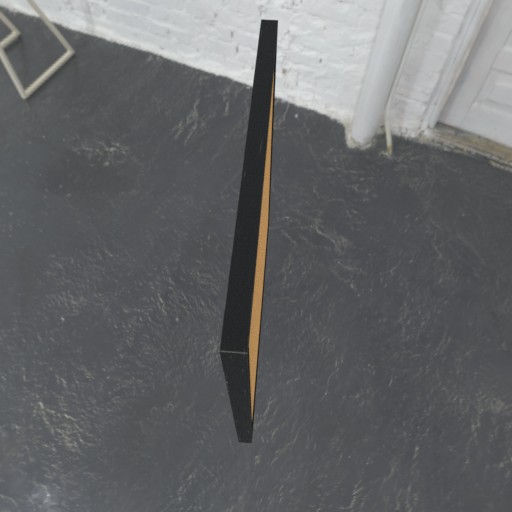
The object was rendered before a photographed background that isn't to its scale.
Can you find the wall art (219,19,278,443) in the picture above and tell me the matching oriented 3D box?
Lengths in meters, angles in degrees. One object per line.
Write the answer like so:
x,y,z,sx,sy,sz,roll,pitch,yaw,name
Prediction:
0.000,0.000,1.107,0.037,0.761,0.761,4,59,2,wall art
